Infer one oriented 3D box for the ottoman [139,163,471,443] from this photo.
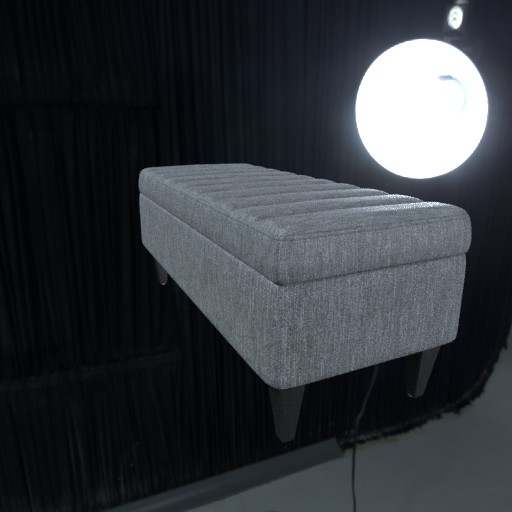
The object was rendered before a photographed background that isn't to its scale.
[{"bbox_3d":[0.000,0.000,1.375,0.482,0.469,1.151,-8,19,-24],"label":"ottoman"}]
